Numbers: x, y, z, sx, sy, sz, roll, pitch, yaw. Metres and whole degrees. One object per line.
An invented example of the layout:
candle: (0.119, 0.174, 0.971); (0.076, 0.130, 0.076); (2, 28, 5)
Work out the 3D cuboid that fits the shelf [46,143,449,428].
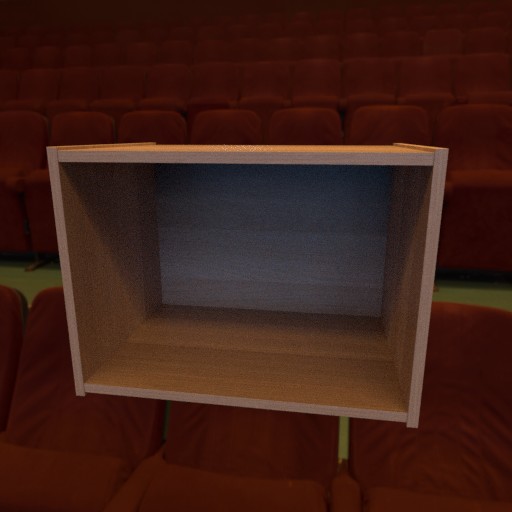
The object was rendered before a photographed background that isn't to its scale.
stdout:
shelf: (0.000, 0.000, 0.627); (0.415, 0.305, 0.290); (2, 15, 9)
